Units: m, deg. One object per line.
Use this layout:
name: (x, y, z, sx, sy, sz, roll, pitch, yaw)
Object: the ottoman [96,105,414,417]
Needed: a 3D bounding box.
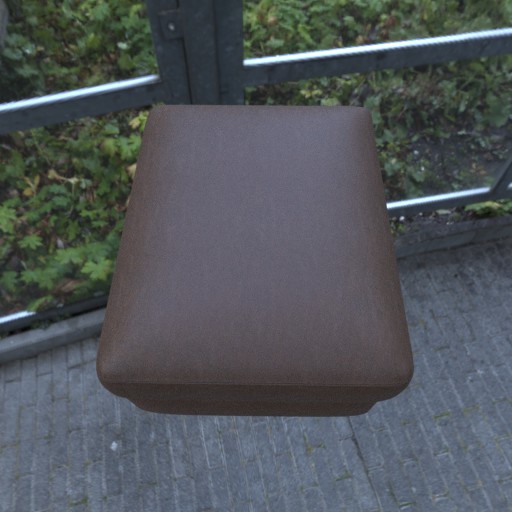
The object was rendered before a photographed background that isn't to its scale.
ottoman: (0.000, 0.000, 1.171, 0.635, 0.508, 0.787, 1, 58, 0)
